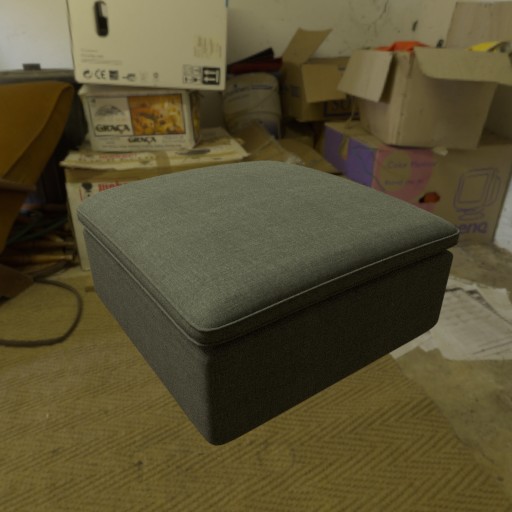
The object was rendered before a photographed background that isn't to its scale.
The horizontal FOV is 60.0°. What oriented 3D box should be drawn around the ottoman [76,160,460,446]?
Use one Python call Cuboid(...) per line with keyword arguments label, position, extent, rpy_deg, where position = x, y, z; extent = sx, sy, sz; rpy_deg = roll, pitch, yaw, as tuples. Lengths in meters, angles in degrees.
Cuboid(label="ottoman", position=(0.000, 0.000, 1.732), extent=(1.067, 0.559, 1.067), rpy_deg=(-17, 31, -31))
